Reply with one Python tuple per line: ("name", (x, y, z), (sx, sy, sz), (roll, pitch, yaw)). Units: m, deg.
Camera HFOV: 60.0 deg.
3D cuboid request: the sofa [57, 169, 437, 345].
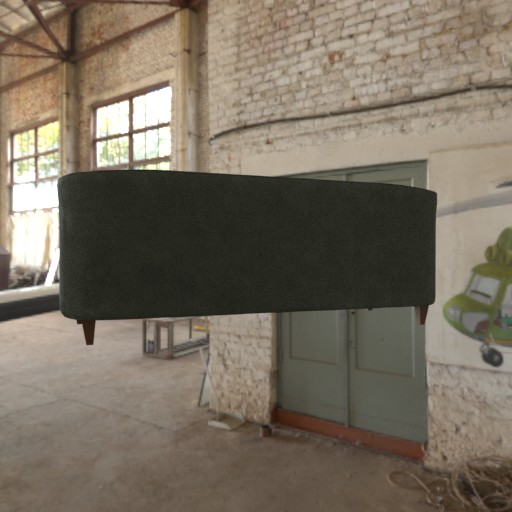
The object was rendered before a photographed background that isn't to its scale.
("sofa", (0.000, 0.000, 2.797), (2.278, 0.855, 0.941), (0, 0, -19))
